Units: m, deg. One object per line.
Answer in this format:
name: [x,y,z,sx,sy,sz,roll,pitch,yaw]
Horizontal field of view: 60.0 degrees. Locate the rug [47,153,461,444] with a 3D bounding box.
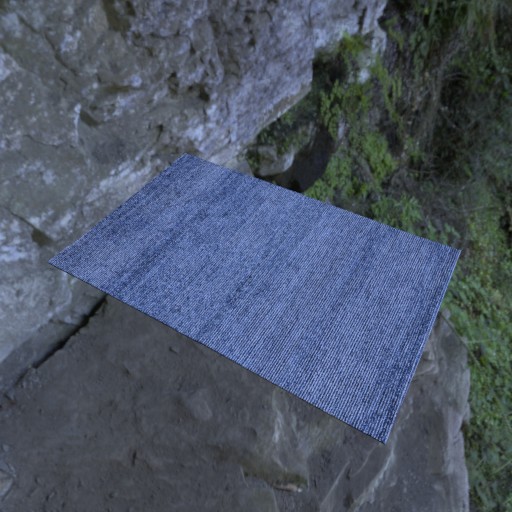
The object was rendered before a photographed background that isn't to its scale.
rug: [0.000,0.000,2.270,1.793,0.025,1.159,23,50,21]
